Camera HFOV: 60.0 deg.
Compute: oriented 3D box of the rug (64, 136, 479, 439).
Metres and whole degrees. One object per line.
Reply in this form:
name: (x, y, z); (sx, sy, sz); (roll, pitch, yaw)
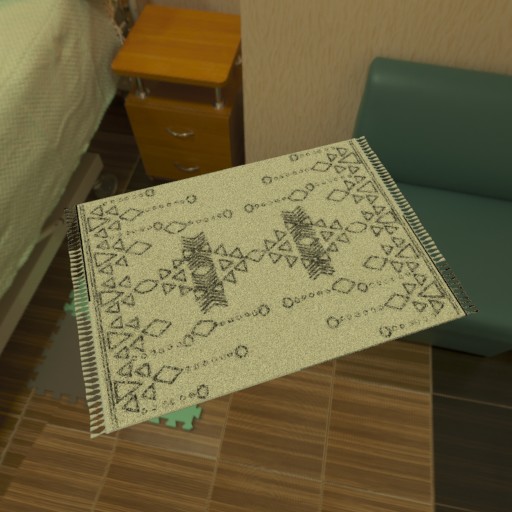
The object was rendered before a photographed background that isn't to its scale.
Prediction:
rug: (0.000, 0.000, 2.884); (2.312, 0.013, 1.600); (-15, 59, -10)
